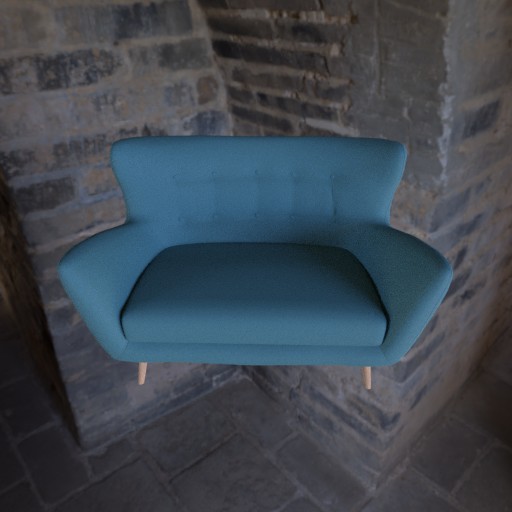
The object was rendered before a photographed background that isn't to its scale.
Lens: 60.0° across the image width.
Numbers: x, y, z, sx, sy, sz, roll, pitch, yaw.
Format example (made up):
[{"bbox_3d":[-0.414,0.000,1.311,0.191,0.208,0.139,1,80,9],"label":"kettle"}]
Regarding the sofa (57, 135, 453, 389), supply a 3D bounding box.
[{"bbox_3d":[0.000,0.000,1.964,1.397,0.889,0.889,1,30,1],"label":"sofa"}]
